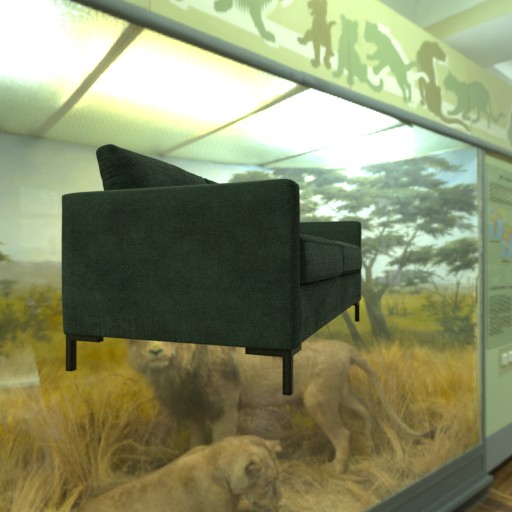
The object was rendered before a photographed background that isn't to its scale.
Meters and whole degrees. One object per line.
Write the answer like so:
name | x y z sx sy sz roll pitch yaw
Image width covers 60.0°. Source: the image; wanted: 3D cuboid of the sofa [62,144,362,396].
sofa | 0.000 0.000 2.176 0.875 0.817 1.676 0 0 20
